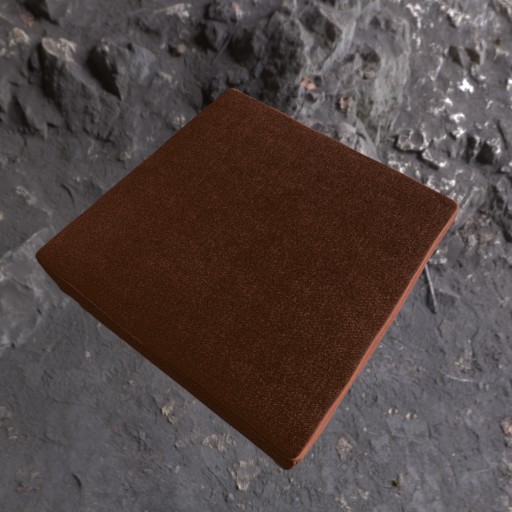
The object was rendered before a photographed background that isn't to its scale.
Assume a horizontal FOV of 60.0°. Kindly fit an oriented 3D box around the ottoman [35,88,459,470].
[{"bbox_3d":[0.000,0.000,1.554,0.999,0.438,0.997,33,64,18],"label":"ottoman"}]
